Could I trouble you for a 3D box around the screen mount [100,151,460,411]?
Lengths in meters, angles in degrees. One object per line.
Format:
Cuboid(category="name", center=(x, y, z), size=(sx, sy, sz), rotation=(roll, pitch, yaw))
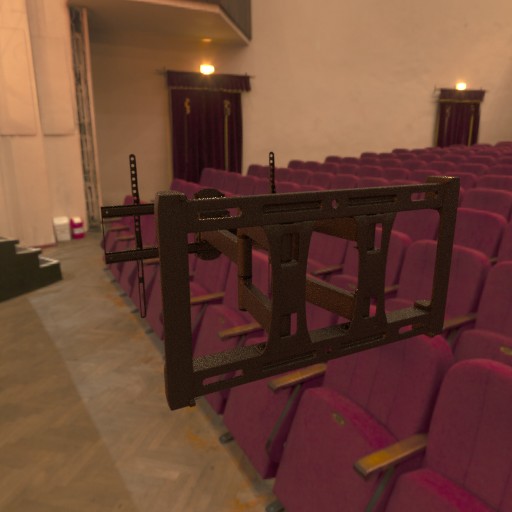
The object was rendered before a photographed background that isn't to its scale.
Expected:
Cuboid(category="screen mount", center=(0.000, 0.000, 1.124), size=(0.661, 0.491, 0.644), rotation=(-8, 17, -27))
